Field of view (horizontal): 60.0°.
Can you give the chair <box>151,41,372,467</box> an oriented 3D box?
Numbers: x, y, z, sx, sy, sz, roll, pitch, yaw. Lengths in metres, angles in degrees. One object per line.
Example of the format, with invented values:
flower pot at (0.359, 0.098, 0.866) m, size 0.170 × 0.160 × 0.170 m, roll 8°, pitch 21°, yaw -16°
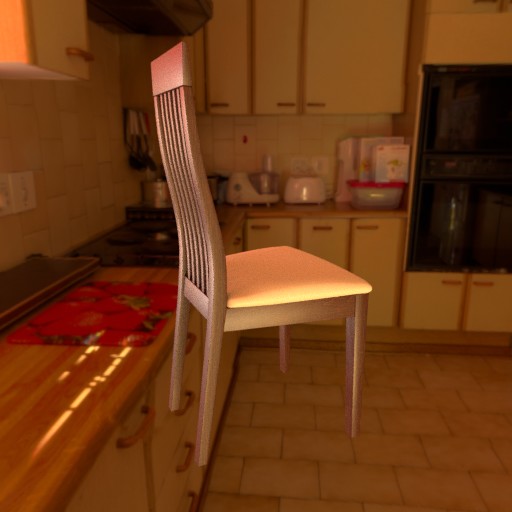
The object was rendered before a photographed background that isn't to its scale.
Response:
chair at (0.000, 0.000, 1.253) m, size 0.474 × 1.027 × 0.460 m, roll -7°, pitch 16°, yaw -24°
